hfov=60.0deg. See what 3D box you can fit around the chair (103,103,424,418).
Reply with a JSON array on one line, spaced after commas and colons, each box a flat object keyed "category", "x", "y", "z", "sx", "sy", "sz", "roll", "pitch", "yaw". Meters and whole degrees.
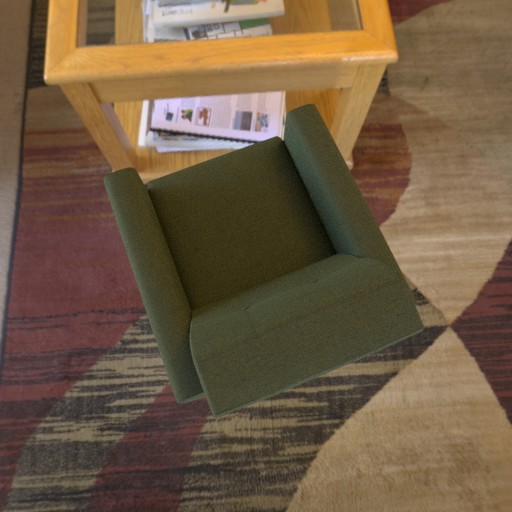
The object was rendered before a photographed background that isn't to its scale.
[{"category": "chair", "x": 0.000, "y": 0.000, "z": 1.594, "sx": 0.831, "sy": 0.841, "sz": 0.909, "roll": -21, "pitch": 75, "yaw": -6}]
